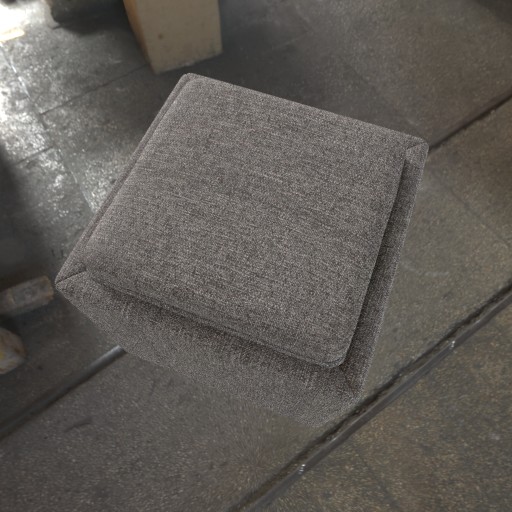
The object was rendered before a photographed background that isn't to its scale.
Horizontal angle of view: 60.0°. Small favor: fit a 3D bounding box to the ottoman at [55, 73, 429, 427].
[{"bbox_3d":[0.000,0.000,0.827,0.450,0.460,0.450,19,66,9],"label":"ottoman"}]
